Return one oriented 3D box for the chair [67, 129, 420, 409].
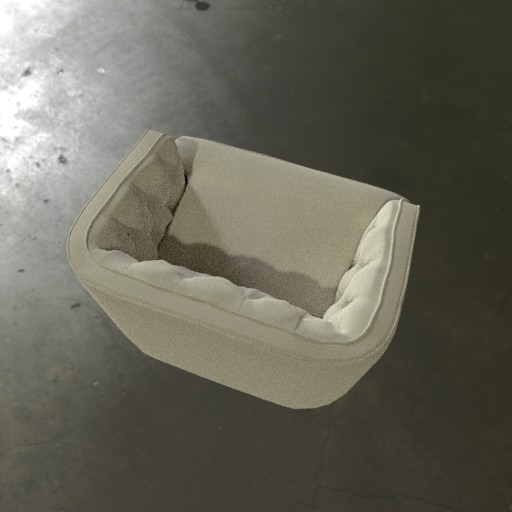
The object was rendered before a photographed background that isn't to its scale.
[{"bbox_3d":[0.000,0.000,1.775,1.104,0.852,0.941,18,64,9],"label":"chair"}]
